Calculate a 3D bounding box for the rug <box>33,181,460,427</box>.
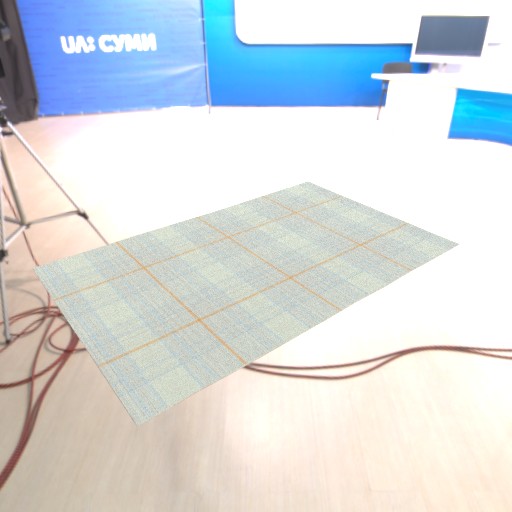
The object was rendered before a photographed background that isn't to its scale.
[{"bbox_3d":[0.000,0.000,2.972,2.442,0.016,1.527,-22,37,-32],"label":"rug"}]
